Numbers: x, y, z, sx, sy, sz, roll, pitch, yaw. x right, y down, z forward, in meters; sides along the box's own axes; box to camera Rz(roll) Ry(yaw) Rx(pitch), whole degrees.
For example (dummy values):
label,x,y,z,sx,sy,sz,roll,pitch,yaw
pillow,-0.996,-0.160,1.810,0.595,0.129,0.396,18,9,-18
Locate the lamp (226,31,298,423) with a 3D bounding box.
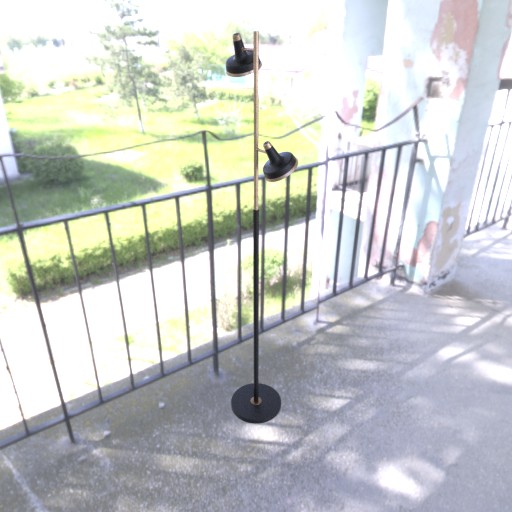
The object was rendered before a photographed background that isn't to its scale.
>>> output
label,x,y,z,sx,sy,sz,roll,pitch,yaw
lamp,0.000,0.000,1.850,0.253,1.674,0.351,-18,32,-32
